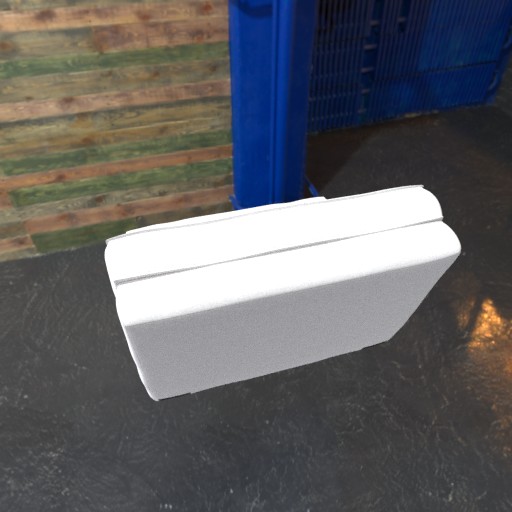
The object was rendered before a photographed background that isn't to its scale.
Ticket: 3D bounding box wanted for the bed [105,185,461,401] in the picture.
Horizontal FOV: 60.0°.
[{"bbox_3d":[0.000,0.000,1.354,0.799,0.614,0.749,-11,43,-12],"label":"bed"}]
